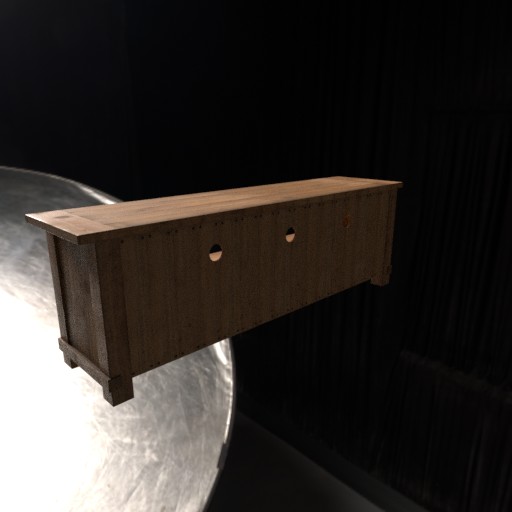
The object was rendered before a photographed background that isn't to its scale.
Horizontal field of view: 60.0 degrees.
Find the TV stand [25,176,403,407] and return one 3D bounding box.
[{"bbox_3d":[0.000,0.000,2.056,1.804,0.573,0.453,-15,22,-42],"label":"TV stand"}]
